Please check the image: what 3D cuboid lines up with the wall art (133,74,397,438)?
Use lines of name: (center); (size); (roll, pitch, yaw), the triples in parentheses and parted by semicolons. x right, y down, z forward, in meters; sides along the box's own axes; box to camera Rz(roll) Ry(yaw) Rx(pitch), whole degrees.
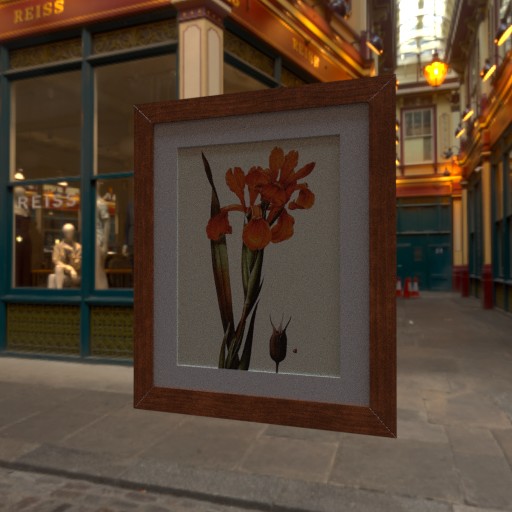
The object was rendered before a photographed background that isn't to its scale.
wall art: (0.000, 0.000, 0.774); (0.467, 0.567, 0.033); (0, 0, 17)
